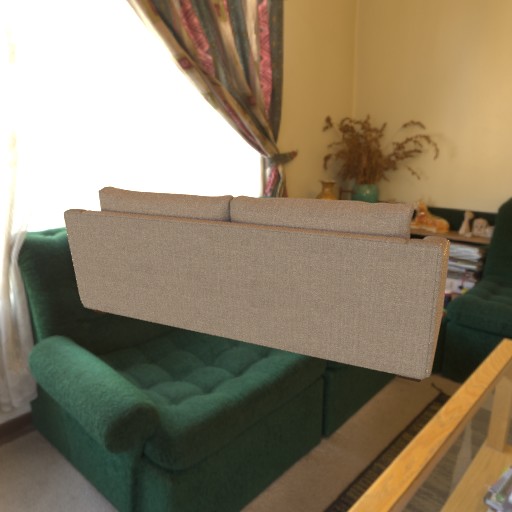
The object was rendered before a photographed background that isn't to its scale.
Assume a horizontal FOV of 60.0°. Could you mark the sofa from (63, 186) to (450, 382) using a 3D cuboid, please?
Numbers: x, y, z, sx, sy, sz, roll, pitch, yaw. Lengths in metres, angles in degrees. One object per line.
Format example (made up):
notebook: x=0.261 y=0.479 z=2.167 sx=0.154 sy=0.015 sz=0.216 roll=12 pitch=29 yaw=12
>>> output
sofa: x=0.000 y=0.000 z=2.805 sx=2.208 sy=0.857 sz=1.000 roll=7 pitch=16 yaw=25
